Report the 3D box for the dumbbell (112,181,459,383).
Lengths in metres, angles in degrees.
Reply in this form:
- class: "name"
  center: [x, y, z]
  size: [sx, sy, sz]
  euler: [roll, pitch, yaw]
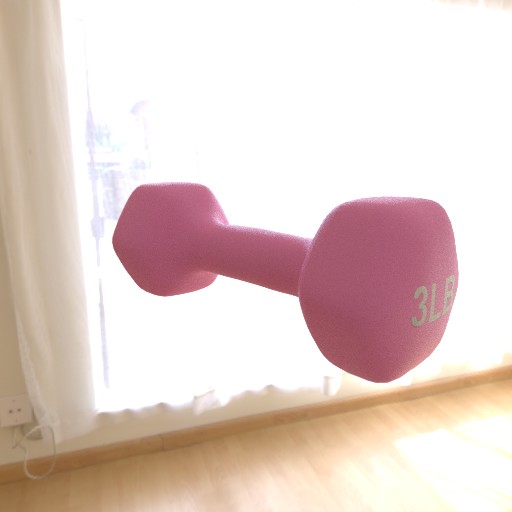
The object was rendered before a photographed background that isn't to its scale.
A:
- class: "dumbbell"
  center: [0.000, 0.000, 0.190]
  size: [0.064, 0.058, 0.159]
  euler: [-12, 17, -43]
